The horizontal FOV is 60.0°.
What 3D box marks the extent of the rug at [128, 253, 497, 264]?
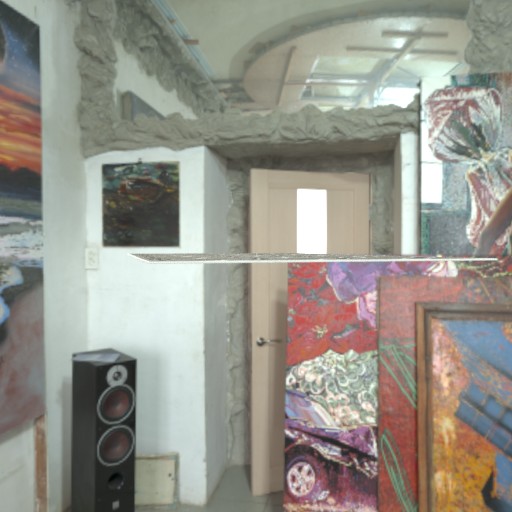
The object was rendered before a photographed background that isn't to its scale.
[{"bbox_3d":[0.000,0.000,2.816,1.522,0.008,2.284,0,1,-18],"label":"rug"}]
